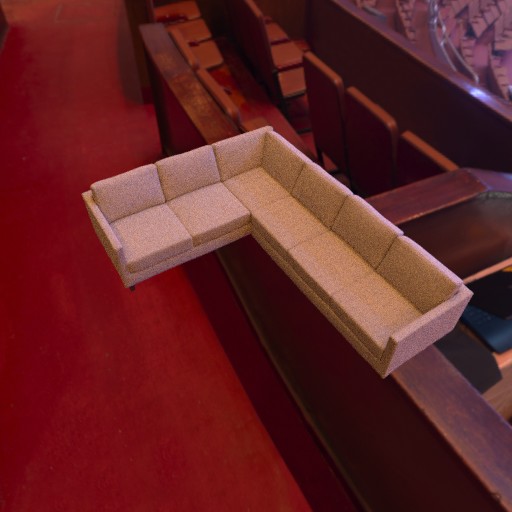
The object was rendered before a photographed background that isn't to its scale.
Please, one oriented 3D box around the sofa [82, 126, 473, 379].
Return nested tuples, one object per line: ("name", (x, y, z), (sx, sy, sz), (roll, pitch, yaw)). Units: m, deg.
("sofa", (0.000, 0.000, 4.445), (2.432, 0.863, 3.182), (-25, 51, -22))
